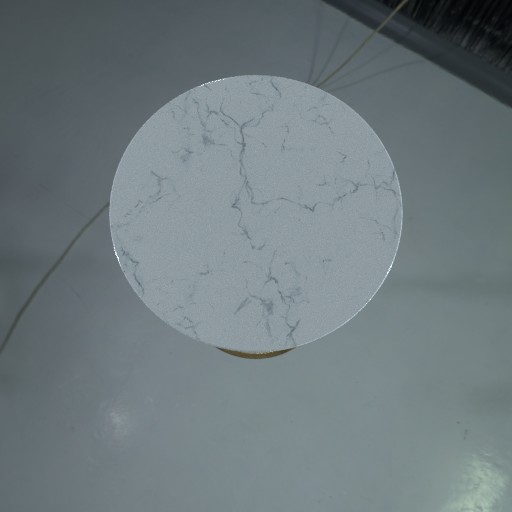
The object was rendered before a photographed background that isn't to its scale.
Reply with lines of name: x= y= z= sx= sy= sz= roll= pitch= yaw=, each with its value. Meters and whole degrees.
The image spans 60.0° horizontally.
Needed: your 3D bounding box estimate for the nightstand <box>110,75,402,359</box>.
nightstand: x=0.000 y=0.000 z=0.903 sx=0.400 sy=0.610 sz=0.400 roll=31 pitch=78 yaw=7
